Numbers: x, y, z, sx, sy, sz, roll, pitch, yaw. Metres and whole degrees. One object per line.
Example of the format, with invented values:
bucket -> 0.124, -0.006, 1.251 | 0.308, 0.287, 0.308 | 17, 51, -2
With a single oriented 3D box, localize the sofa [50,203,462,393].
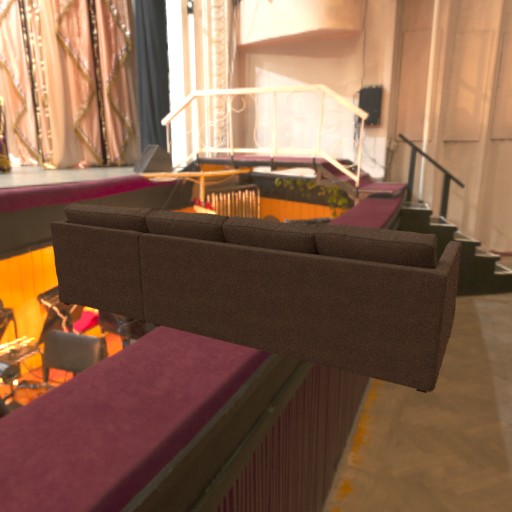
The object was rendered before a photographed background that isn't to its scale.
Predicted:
sofa -> 0.000, 0.000, 3.831 | 3.205, 0.922, 1.650 | 8, 17, 28
